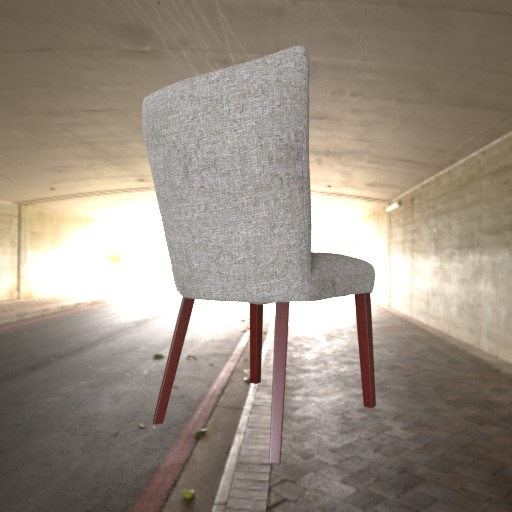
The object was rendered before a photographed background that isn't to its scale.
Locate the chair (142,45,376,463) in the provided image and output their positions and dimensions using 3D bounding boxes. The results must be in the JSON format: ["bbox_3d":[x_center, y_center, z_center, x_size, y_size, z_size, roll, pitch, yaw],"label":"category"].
[{"bbox_3d":[0.000,0.000,1.269,0.535,0.924,0.623,0,-1,37],"label":"chair"}]
